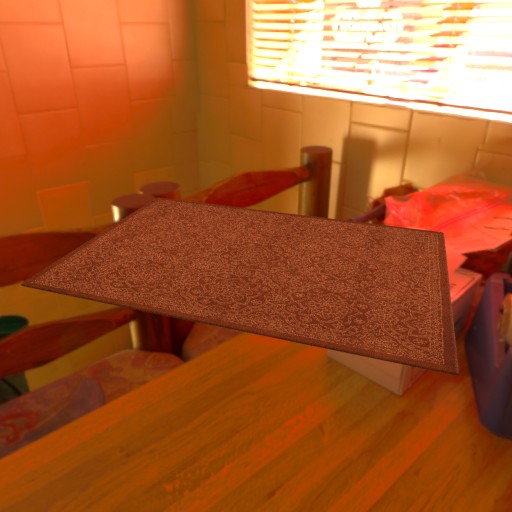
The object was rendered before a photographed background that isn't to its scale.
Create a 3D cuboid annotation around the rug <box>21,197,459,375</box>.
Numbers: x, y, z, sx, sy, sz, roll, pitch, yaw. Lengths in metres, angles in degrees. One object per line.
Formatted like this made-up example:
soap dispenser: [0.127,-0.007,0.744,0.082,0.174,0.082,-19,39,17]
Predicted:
rug: [0.000,0.000,2.243,1.829,0.010,1.219,9,28,16]
